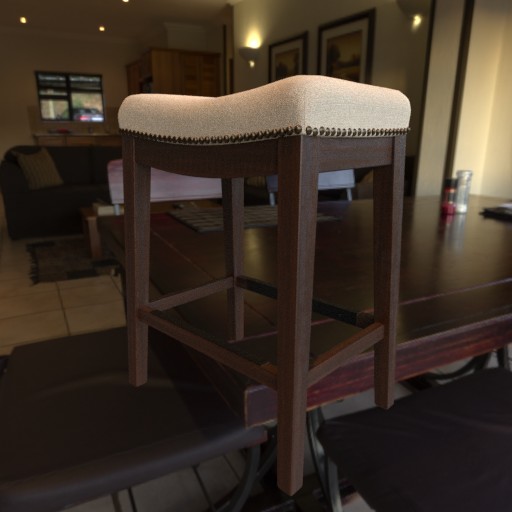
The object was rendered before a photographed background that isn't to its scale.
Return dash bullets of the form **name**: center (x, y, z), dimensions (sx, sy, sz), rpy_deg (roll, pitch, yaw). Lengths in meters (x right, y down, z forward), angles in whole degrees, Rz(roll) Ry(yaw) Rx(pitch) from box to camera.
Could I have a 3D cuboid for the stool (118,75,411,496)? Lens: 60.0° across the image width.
- **stool**: center (0.000, 0.000, 0.945), dimensions (0.509, 0.669, 0.363), rpy_deg (15, 21, 42)
